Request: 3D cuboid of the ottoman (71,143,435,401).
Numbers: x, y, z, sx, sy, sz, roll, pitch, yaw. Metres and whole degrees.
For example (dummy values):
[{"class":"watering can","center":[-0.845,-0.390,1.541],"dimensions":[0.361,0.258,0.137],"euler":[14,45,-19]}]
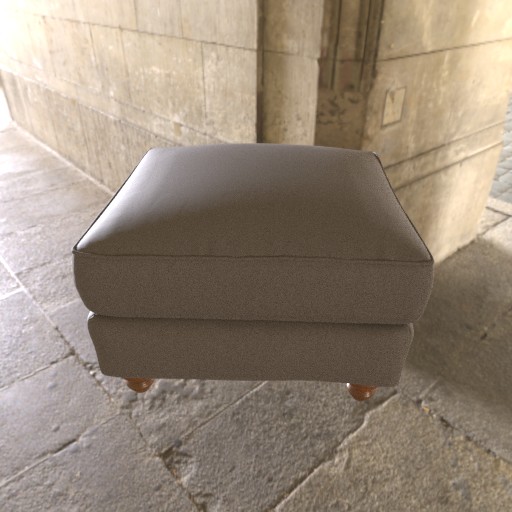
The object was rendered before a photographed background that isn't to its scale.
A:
[{"class":"ottoman","center":[0.000,0.000,1.182],"dimensions":[0.721,0.505,0.662],"euler":[1,32,2]}]
